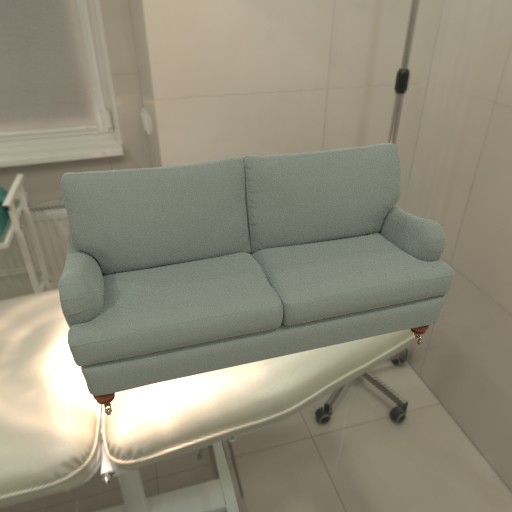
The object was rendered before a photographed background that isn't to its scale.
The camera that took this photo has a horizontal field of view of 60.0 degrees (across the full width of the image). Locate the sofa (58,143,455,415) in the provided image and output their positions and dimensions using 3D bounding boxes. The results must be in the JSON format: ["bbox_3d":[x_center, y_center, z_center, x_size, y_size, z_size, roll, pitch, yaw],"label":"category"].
[{"bbox_3d":[0.000,0.000,2.739,2.193,1.096,1.069,-9,33,-14],"label":"sofa"}]
